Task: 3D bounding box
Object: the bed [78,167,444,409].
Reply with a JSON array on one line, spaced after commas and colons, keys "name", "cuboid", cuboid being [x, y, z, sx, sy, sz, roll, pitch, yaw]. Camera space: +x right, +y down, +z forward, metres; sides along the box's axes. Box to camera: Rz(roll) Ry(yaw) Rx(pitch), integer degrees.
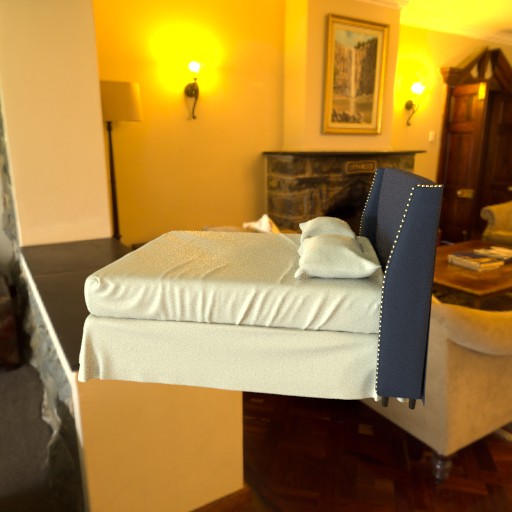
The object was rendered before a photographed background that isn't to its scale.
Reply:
[{"name": "bed", "cuboid": [0.000, 0.000, 3.490, 2.276, 1.332, 1.925, 2, 14, 9]}]
